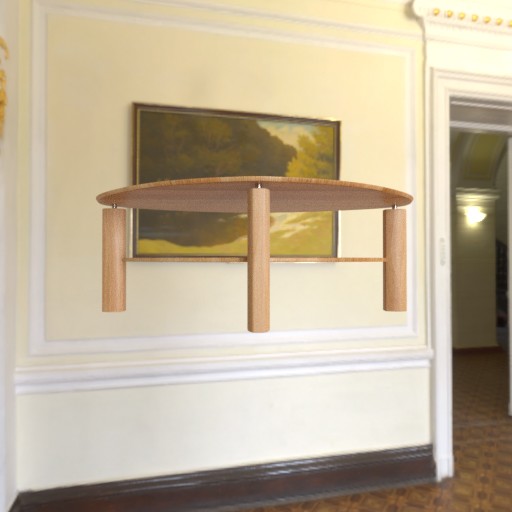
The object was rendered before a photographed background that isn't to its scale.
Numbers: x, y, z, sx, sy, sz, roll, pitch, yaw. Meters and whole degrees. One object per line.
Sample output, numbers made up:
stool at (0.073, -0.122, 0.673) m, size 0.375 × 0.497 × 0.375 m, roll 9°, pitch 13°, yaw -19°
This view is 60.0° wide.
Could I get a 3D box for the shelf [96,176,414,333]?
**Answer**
shelf at (0.000, 0.000, 1.656) m, size 1.246 × 0.440 × 0.845 m, roll 0°, pitch -1°, yaw -1°
